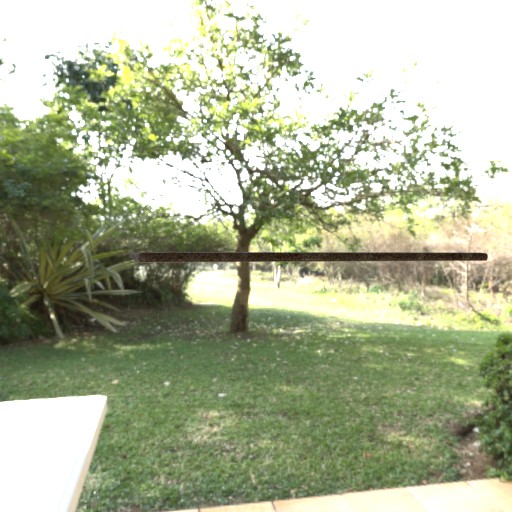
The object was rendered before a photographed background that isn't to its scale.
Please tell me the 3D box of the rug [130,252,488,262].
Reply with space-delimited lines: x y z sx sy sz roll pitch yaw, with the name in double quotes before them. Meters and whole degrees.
"rug" 0.000 0.000 2.263 1.219 0.030 1.778 0 0 -17
